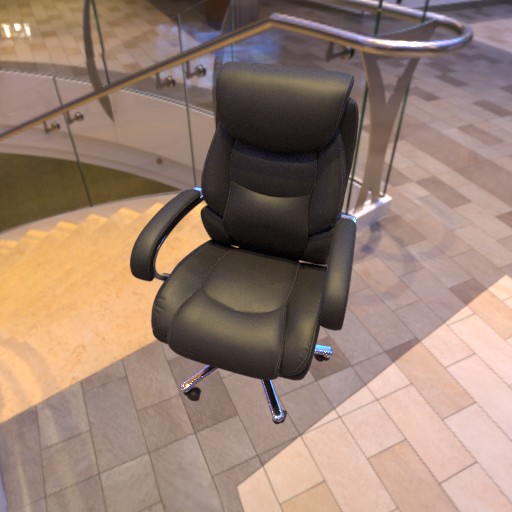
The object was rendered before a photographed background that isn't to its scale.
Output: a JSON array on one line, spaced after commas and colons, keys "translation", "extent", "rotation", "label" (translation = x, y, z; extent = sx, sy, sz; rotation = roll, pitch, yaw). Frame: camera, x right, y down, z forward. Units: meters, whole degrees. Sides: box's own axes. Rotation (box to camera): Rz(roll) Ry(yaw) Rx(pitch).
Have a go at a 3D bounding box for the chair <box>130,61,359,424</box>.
[{"translation": [0.000, 0.000, 1.692], "extent": [0.755, 1.183, 0.790], "rotation": [13, 43, 14], "label": "chair"}]
